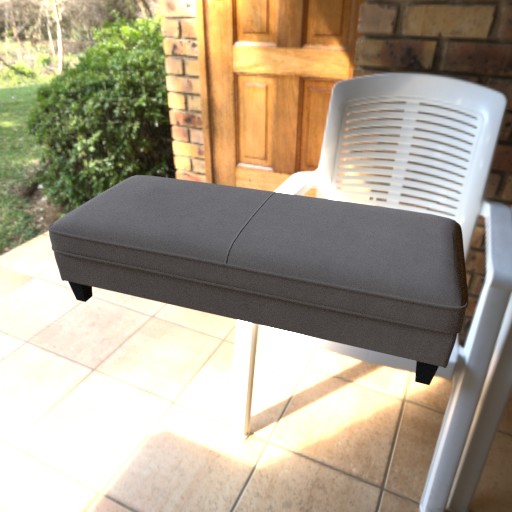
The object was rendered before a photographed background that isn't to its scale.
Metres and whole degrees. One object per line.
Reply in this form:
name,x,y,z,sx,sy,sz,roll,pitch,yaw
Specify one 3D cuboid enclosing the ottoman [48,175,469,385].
ottoman,0.000,0.000,2.047,1.726,0.460,0.735,10,32,17
